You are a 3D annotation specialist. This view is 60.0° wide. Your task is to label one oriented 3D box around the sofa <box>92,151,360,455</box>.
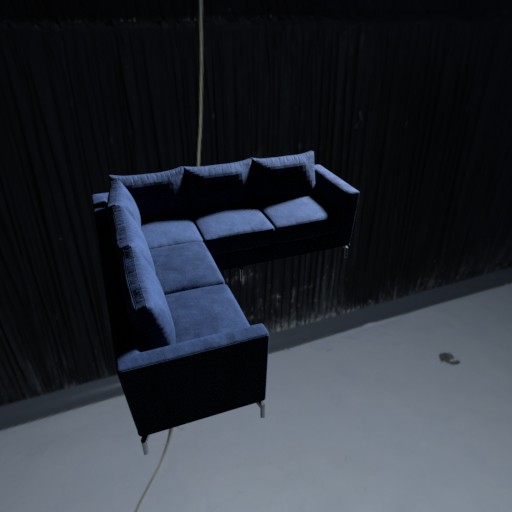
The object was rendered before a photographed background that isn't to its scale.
[{"bbox_3d":[0.000,0.000,3.779,2.463,0.988,2.472,-11,33,-17],"label":"sofa"}]
